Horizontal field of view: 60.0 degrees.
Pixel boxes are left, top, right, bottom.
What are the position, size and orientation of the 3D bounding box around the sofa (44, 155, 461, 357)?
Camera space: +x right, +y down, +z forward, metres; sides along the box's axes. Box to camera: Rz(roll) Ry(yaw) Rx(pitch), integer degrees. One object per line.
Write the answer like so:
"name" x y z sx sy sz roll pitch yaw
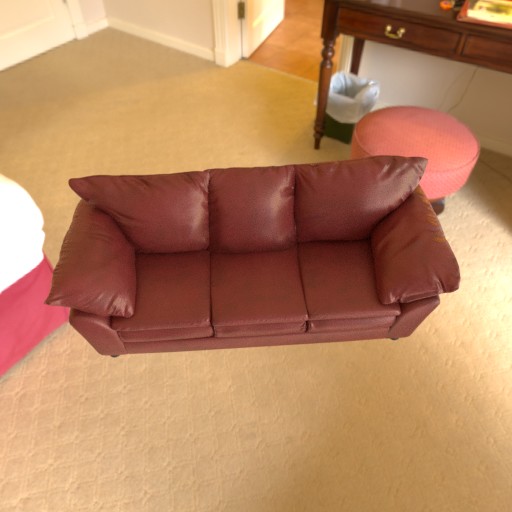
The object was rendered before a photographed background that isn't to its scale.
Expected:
"sofa" 0.000 0.000 2.891 2.390 1.091 0.907 -3 48 -3
